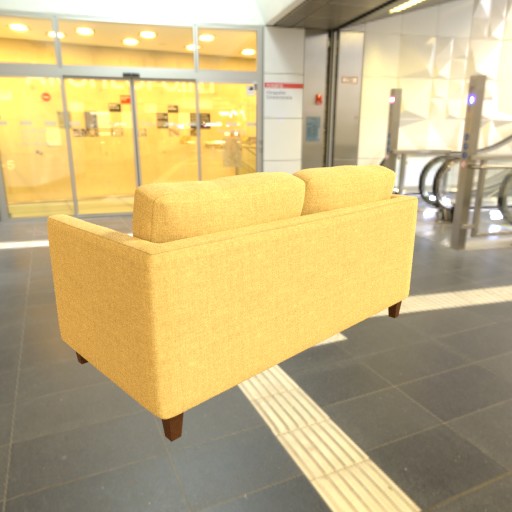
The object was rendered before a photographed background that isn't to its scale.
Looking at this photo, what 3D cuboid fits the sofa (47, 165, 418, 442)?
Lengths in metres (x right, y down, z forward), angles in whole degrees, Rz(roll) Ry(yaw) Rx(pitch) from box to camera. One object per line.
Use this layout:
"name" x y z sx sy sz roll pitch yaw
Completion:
"sofa" 0.000 0.000 2.443 1.884 0.963 0.950 -15 21 -42
